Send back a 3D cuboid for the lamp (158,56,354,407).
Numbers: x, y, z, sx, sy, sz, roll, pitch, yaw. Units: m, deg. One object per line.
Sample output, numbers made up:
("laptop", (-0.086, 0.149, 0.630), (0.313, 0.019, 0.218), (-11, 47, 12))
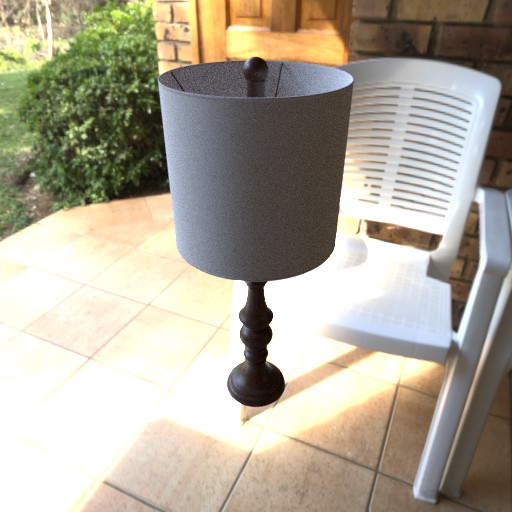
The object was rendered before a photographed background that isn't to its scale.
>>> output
("lamp", (0.000, 0.000, 0.721), (0.250, 0.597, 0.250), (10, 34, 16))
